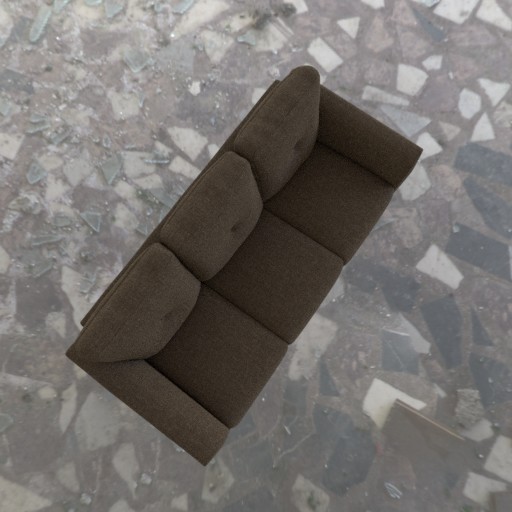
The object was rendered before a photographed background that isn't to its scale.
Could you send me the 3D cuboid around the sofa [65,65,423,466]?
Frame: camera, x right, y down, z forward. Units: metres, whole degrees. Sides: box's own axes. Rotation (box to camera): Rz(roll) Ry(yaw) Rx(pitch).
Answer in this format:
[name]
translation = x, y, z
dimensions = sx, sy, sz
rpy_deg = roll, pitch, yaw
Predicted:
[sofa]
translation = 0.000, 0.000, 2.305
dimensions = 0.837, 0.891, 1.847
rpy_deg = 35, 79, 8
